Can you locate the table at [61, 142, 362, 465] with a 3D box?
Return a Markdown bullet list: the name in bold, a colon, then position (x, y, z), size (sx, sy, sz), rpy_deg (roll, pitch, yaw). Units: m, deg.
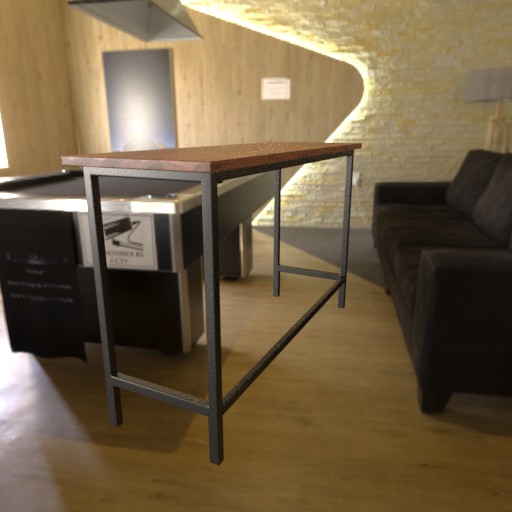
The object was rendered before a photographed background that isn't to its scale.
- **table**: position (0.000, 0.000, 1.555), size (0.408, 0.740, 1.204), rpy_deg (8, 18, 25)
